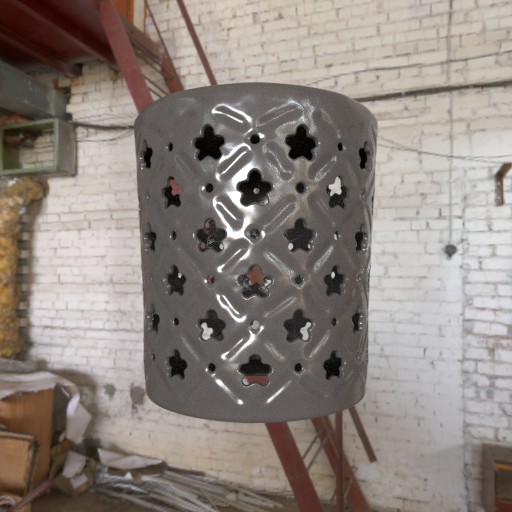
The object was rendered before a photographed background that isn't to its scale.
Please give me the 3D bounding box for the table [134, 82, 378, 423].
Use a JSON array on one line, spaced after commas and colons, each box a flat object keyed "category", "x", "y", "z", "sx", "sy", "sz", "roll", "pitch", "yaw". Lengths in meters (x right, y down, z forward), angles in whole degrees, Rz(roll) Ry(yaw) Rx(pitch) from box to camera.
[{"category": "table", "x": 0.000, "y": 0.000, "z": 0.658, "sx": 0.352, "sy": 0.387, "sz": 0.352, "roll": 0, "pitch": -1, "yaw": 0}]
